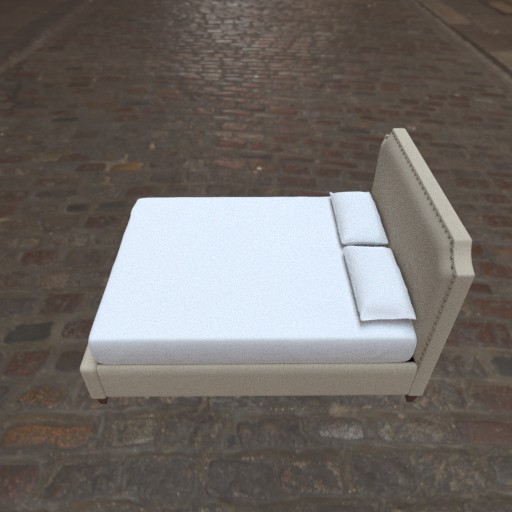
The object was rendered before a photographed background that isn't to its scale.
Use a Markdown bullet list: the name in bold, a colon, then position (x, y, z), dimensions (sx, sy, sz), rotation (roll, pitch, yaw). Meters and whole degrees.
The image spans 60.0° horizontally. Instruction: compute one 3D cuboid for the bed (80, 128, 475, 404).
- **bed**: position (0.000, 0.000, 3.371), dimensions (2.329, 1.415, 1.703), rotation (0, 41, 0)
